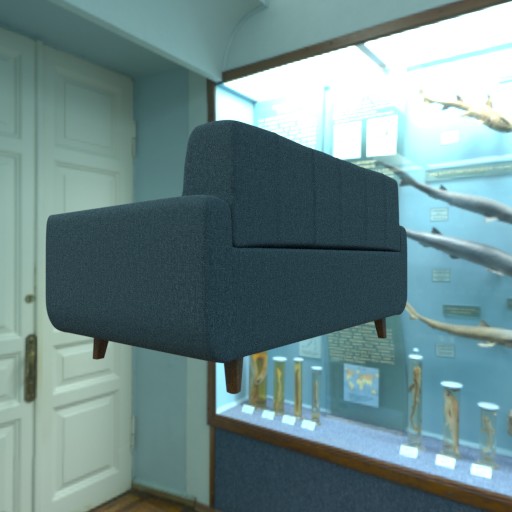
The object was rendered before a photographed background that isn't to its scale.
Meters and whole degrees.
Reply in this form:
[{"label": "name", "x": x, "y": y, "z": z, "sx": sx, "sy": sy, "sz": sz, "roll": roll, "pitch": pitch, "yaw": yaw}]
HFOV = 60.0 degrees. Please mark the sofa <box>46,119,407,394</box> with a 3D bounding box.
[{"label": "sofa", "x": 0.000, "y": 0.000, "z": 2.186, "sx": 0.942, "sy": 0.896, "sz": 1.651, "roll": 0, "pitch": 0, "yaw": 38}]
